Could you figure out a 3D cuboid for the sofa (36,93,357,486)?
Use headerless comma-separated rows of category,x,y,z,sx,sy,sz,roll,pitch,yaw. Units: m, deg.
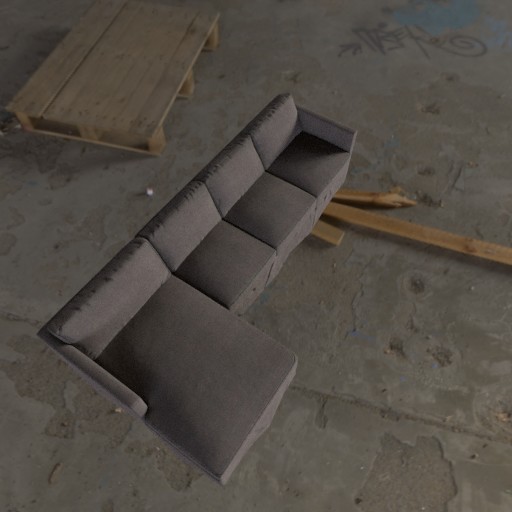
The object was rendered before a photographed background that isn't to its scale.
sofa,0.000,0.000,3.814,1.650,0.922,3.205,30,62,18
